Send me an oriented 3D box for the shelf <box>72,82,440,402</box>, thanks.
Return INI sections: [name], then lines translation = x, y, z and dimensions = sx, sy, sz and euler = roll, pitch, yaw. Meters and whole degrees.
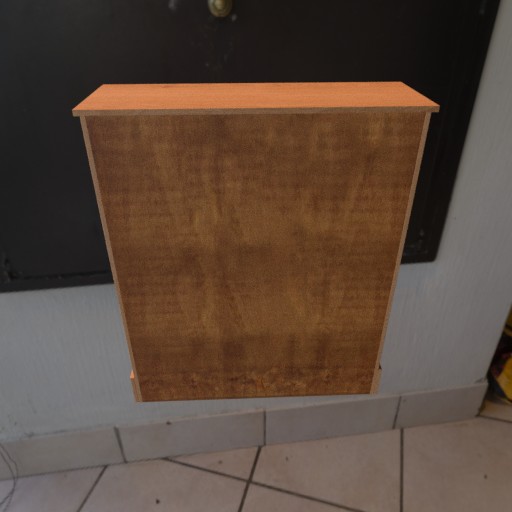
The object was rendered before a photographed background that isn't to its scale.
[shelf]
translation = 0.000, 0.000, 1.395
dimensions = 0.840, 0.980, 0.291
euler = -1, 32, -2
